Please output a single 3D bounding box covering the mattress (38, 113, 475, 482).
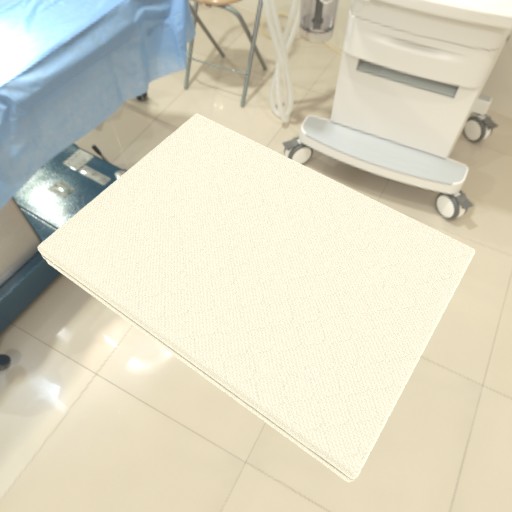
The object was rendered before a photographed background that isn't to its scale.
[{"bbox_3d":[0.000,0.000,2.506,2.000,0.200,1.400,31,62,19],"label":"mattress"}]
